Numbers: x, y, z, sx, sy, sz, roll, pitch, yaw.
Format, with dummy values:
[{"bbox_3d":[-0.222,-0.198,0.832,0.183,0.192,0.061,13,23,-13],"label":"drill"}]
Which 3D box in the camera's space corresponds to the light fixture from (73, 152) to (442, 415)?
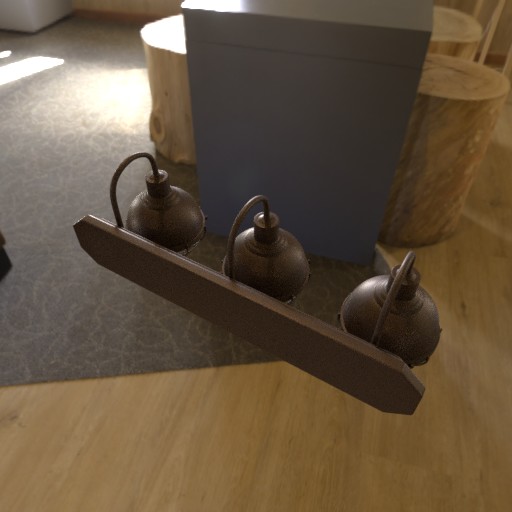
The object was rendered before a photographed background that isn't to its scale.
[{"bbox_3d":[0.000,0.000,0.754,0.634,0.254,0.229,23,50,22],"label":"light fixture"}]
